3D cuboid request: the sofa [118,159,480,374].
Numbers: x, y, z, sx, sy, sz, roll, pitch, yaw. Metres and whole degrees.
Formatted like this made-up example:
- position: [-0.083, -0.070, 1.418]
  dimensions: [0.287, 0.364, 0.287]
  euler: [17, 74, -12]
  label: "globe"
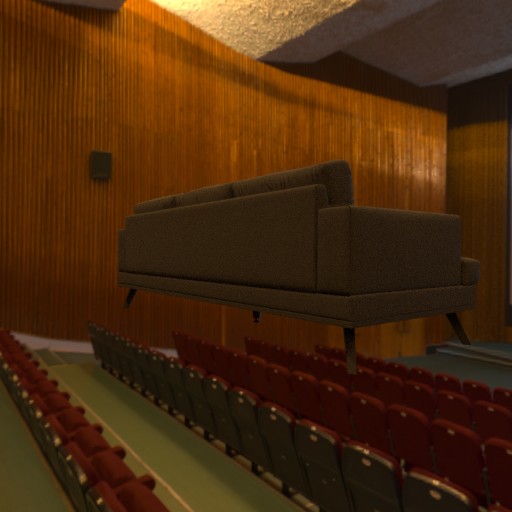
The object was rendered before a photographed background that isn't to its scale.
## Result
- position: [0.000, 0.000, 2.718]
  dimensions: [0.920, 0.810, 2.310]
  euler: [-1, 1, -37]
  label: "sofa"
